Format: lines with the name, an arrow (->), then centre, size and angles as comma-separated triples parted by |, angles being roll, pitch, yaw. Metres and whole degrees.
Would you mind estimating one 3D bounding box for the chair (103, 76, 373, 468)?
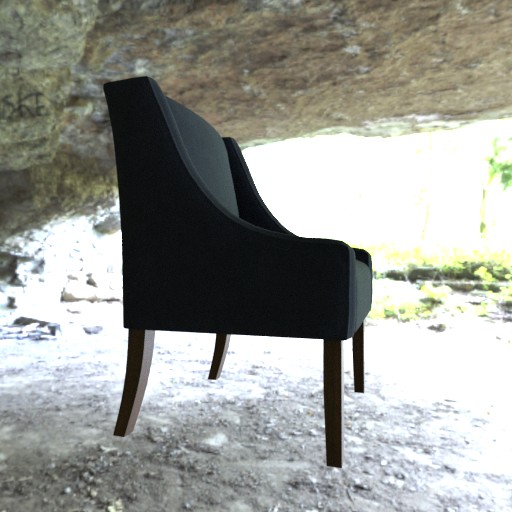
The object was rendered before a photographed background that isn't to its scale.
chair -> 0.000, 0.000, 1.301 | 0.629, 0.895, 0.629 | 0, -1, 18
